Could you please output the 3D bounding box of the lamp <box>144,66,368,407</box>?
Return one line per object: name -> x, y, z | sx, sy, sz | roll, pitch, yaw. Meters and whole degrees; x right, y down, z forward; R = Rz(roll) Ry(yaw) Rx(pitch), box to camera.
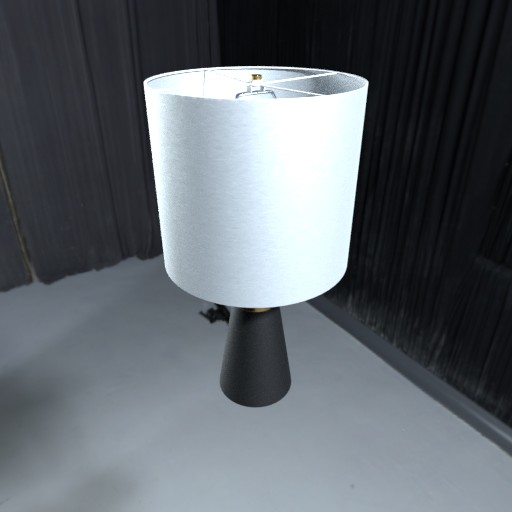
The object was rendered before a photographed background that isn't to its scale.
lamp -> 0.000, 0.000, 0.761 | 0.308, 0.580, 0.308 | -18, 34, -29
